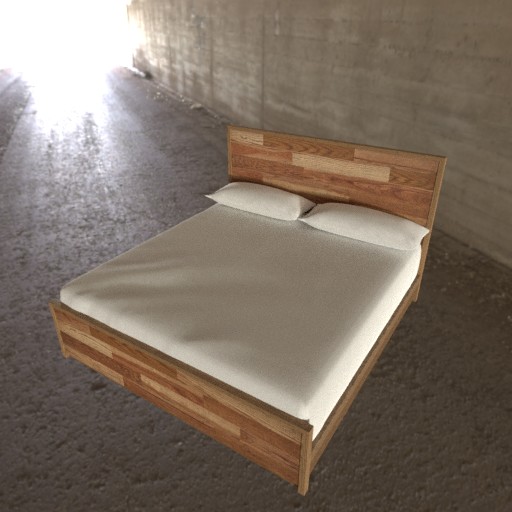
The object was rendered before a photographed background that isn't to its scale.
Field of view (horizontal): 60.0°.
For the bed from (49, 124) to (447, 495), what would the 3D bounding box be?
[{"bbox_3d":[0.000,0.000,3.318,2.013,1.295,2.184,17,33,28],"label":"bed"}]
